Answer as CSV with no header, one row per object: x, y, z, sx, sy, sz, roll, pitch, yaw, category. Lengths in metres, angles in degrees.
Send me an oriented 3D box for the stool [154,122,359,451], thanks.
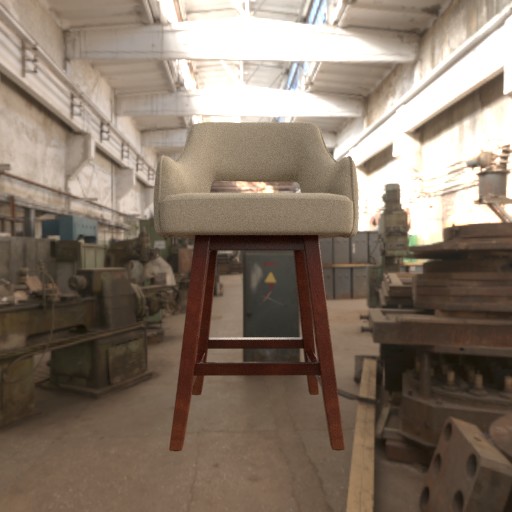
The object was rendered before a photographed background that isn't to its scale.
0.000,0.000,1.317,0.550,0.936,0.560,0,1,-1,stool
